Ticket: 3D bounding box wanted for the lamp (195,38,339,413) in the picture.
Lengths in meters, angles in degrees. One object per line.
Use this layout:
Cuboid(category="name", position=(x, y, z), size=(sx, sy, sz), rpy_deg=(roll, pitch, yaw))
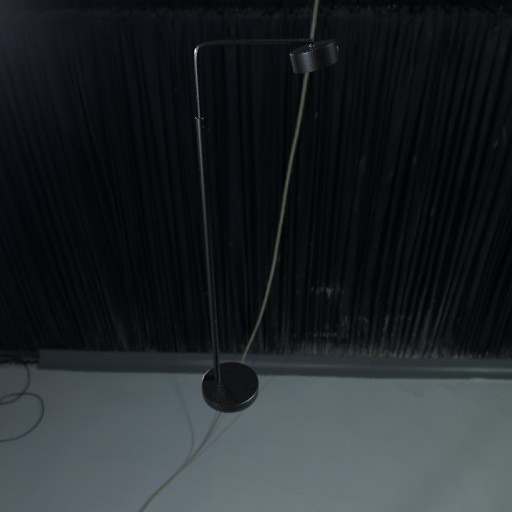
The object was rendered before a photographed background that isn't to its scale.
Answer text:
Cuboid(category="lamp", position=(0.000, 0.000, 1.396), size=(0.418, 1.230, 0.219), rpy_deg=(0, 32, 0))
